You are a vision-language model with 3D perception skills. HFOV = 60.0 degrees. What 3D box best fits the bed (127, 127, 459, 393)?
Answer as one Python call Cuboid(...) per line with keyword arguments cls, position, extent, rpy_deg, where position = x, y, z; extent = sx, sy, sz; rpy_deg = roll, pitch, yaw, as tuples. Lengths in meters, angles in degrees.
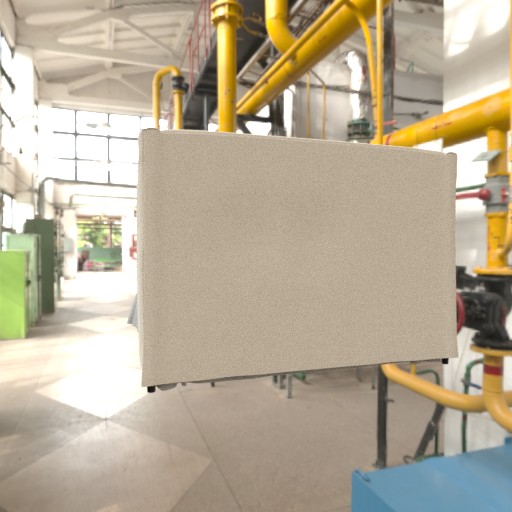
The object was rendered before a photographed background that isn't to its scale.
Cuboid(cls="bed", position=(0.000, 0.000, 3.517), extent=(1.925, 1.332, 2.276), rpy_deg=(0, 1, -18))
